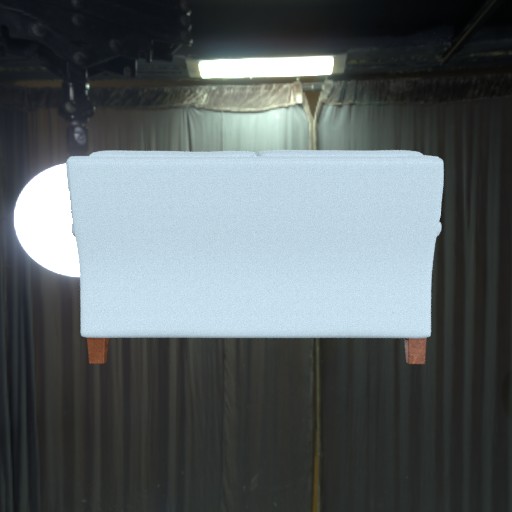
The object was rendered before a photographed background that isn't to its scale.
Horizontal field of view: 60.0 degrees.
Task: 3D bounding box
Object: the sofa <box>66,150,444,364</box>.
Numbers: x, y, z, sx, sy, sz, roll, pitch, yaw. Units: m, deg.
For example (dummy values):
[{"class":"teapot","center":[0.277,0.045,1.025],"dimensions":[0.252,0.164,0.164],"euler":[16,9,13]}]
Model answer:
[{"class":"sofa","center":[0.000,0.000,2.595],"dimensions":[1.853,1.101,1.084],"euler":[0,0,0]}]
